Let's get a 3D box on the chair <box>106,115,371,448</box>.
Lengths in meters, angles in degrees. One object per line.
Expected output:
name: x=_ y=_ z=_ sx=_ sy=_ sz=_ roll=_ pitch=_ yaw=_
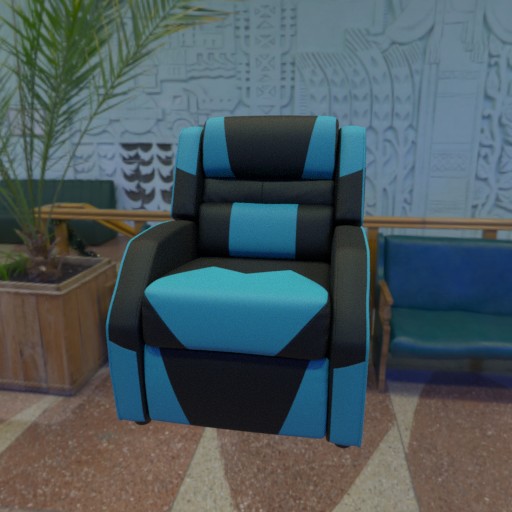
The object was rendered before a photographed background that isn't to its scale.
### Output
chair: x=0.000 y=0.000 z=1.280 sx=0.620 sy=0.805 sz=0.672 roll=3 pitch=15 yaw=10
